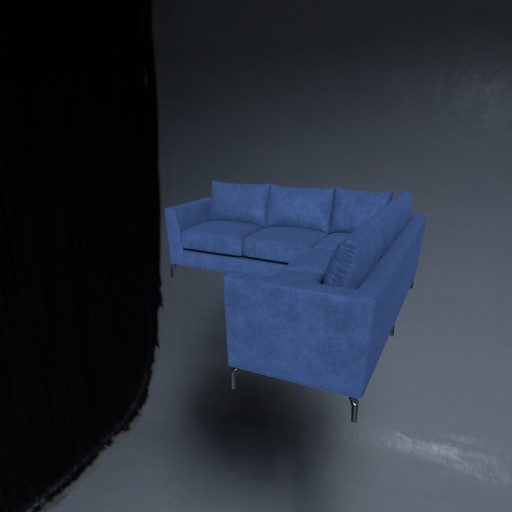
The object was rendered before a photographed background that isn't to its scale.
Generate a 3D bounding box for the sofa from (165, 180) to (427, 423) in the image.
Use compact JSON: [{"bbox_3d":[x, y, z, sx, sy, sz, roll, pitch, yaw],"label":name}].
[{"bbox_3d":[0.000,0.000,3.791,2.472,0.988,2.463,8,18,25],"label":"sofa"}]
